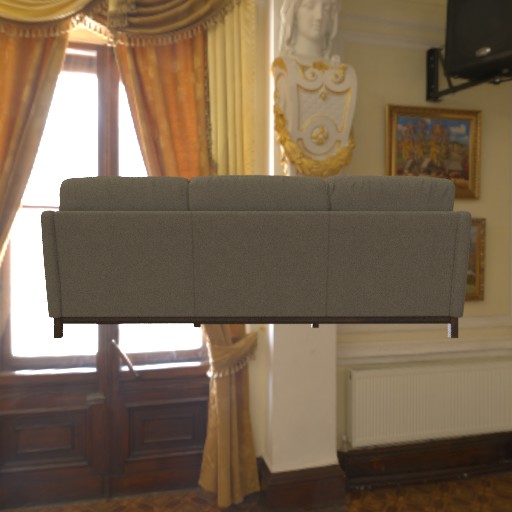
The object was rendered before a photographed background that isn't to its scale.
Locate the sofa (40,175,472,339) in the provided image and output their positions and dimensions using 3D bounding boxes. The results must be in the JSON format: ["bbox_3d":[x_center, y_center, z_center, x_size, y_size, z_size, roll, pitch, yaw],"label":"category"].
[{"bbox_3d":[0.000,0.000,2.859,2.344,0.926,0.987,0,0,-1],"label":"sofa"}]
